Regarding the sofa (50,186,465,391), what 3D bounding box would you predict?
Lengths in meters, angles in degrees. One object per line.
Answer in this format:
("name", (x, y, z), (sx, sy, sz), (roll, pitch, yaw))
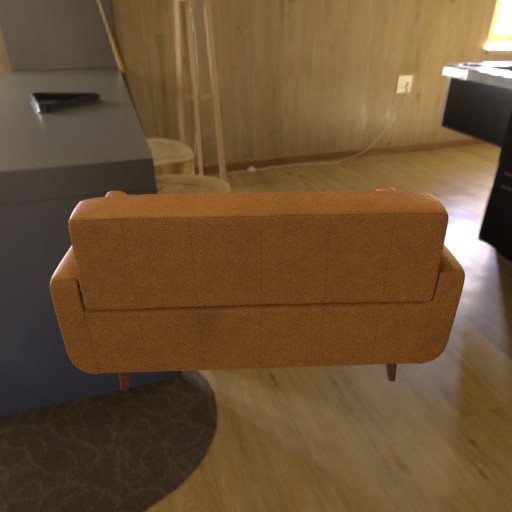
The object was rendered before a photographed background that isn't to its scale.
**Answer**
("sofa", (0.000, 0.000, 2.219), (1.651, 0.925, 0.952), (-1, 30, -2))
